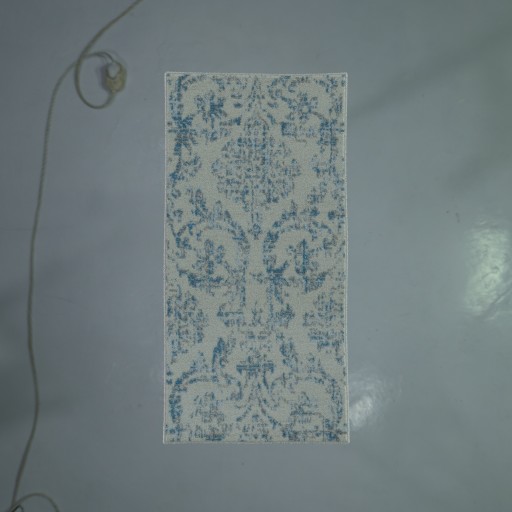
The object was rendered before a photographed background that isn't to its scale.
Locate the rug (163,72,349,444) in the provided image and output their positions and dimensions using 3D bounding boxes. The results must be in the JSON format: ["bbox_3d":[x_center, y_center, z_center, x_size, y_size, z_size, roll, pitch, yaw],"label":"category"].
[{"bbox_3d":[0.000,0.000,1.452,0.605,0.007,1.220,0,89,0],"label":"rug"}]
